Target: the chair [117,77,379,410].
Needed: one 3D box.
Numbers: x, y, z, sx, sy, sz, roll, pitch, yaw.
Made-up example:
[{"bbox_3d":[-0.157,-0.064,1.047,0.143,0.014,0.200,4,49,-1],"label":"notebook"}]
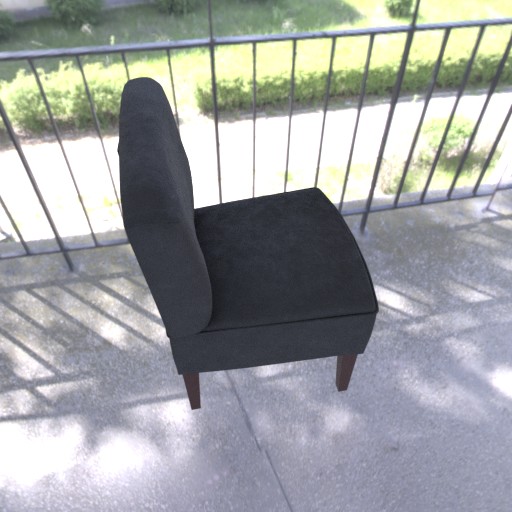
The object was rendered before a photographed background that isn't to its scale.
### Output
[{"bbox_3d":[0.000,0.000,1.185,0.554,0.806,0.521,-8,47,-8],"label":"chair"}]
